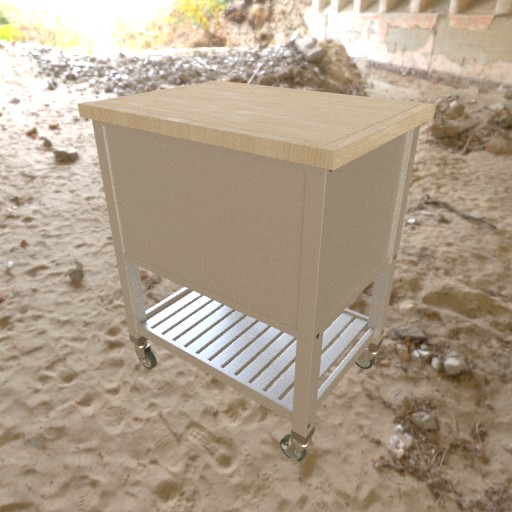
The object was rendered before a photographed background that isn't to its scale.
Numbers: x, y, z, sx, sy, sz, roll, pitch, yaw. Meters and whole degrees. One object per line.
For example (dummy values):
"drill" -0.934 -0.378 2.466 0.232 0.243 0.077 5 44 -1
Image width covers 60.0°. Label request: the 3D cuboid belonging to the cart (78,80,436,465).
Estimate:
"cart" 0.000 0.000 1.387 0.762 0.914 0.559 20 35 32
